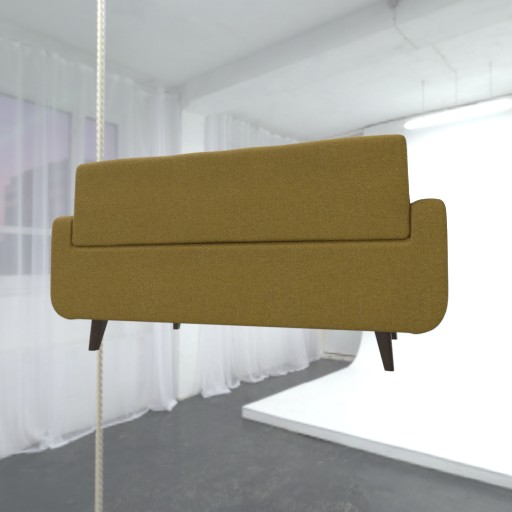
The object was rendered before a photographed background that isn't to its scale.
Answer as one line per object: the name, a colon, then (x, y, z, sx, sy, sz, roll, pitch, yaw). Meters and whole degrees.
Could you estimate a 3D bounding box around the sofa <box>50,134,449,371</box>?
sofa: (0.000, 0.000, 2.132, 1.631, 0.841, 0.909, -1, -2, 19)
